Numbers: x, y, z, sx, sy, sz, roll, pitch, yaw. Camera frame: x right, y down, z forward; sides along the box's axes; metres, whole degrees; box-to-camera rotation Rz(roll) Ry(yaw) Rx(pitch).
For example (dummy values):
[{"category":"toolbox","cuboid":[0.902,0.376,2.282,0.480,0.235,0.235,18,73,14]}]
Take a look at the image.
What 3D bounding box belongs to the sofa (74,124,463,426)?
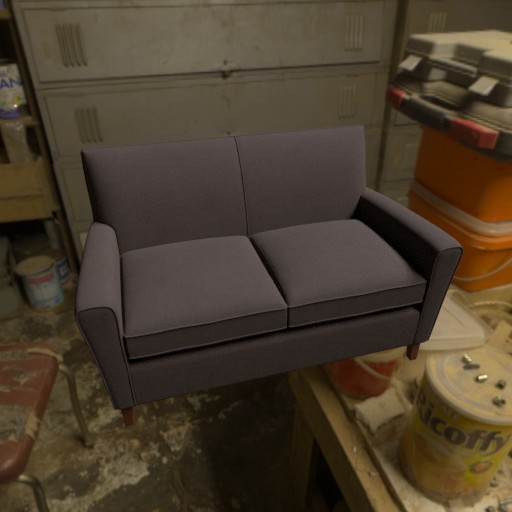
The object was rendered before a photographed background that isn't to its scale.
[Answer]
[{"category":"sofa","cuboid":[0.000,0.000,1.966,1.420,0.846,0.871,-9,34,-13]}]
